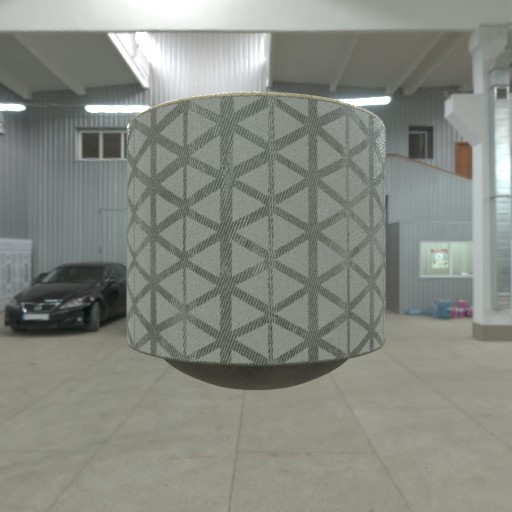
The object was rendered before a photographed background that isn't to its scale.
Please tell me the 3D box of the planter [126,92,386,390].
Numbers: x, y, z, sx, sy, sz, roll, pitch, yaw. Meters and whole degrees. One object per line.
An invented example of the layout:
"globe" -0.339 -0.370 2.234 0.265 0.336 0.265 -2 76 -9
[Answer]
"planter" 0.000 0.000 0.446 0.250 0.239 0.250 0 0 0
